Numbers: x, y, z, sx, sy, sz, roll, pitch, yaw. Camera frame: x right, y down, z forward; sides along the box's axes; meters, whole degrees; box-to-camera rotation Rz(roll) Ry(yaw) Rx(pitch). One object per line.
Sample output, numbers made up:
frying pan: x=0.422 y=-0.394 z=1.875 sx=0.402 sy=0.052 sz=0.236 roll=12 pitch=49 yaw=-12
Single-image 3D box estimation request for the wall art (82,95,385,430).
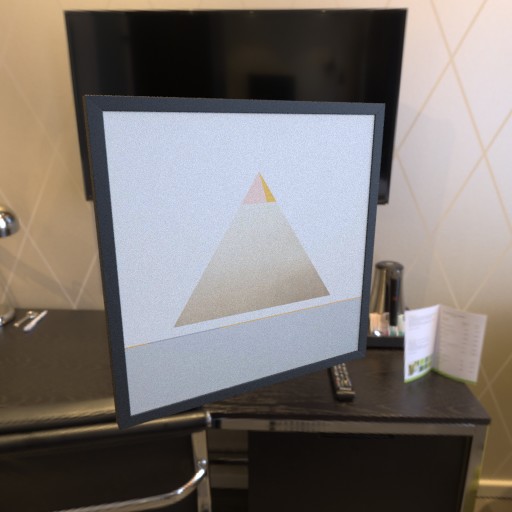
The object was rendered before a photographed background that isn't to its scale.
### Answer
wall art: x=0.000 y=0.000 z=1.156 sx=0.769 sy=0.766 sz=0.042 roll=-8 pitch=18 yaw=-26
